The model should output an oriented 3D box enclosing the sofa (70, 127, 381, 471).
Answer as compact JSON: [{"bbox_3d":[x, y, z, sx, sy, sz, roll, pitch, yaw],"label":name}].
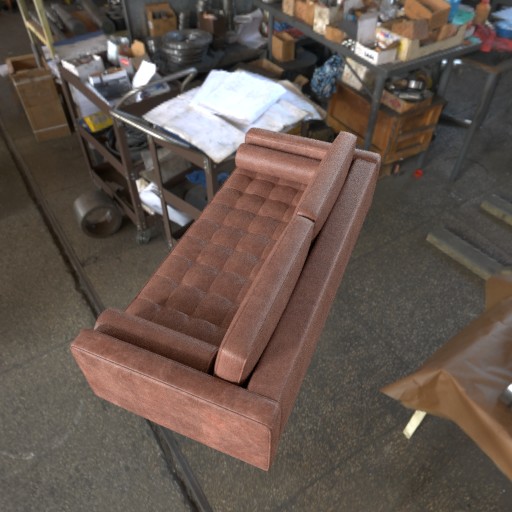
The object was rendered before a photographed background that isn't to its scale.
[{"bbox_3d":[0.000,0.000,2.381,0.910,0.760,1.870,17,48,16],"label":"sofa"}]
